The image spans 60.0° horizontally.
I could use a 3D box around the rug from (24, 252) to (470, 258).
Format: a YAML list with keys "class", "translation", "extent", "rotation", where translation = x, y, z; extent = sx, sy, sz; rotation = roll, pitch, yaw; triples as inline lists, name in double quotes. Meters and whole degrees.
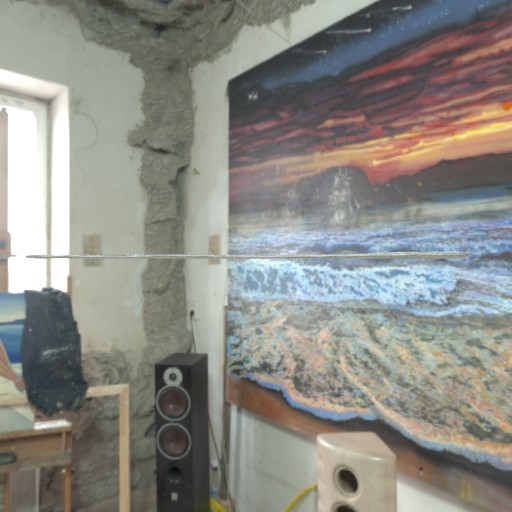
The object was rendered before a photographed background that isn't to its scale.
- class: "rug"
  translation: [0.000, 0.000, 3.014]
  extent: [2.447, 0.036, 1.537]
  rotation: [0, 0, 18]
